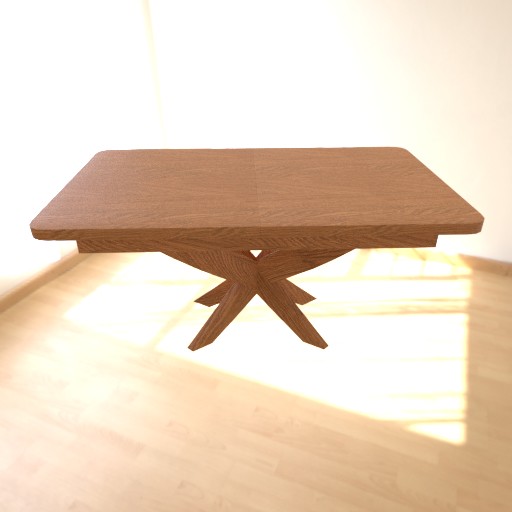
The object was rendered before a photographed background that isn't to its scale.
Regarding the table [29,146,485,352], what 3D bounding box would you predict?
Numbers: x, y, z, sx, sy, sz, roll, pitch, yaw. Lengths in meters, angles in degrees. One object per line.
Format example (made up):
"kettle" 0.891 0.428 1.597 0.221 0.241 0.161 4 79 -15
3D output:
"table" 0.000 0.000 2.110 1.600 0.770 0.950 -1 30 -2
